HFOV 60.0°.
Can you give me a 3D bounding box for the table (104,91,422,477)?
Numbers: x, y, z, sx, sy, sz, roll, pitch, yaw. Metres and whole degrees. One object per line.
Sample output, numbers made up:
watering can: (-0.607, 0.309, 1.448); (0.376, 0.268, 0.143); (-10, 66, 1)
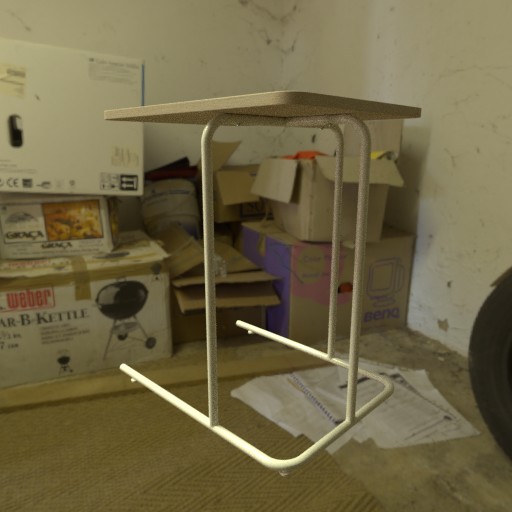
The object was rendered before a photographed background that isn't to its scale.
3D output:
table: (0.000, 0.000, 0.877); (0.480, 0.550, 0.370); (13, 19, 43)
